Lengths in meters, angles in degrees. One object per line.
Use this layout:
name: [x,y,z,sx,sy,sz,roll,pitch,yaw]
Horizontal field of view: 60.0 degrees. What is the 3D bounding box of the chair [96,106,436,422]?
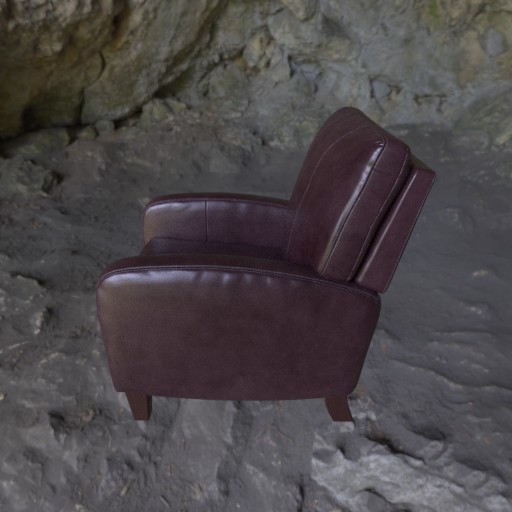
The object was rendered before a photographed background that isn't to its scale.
chair: [0.000,0.000,1.649,0.990,0.990,0.762,0,27,0]
